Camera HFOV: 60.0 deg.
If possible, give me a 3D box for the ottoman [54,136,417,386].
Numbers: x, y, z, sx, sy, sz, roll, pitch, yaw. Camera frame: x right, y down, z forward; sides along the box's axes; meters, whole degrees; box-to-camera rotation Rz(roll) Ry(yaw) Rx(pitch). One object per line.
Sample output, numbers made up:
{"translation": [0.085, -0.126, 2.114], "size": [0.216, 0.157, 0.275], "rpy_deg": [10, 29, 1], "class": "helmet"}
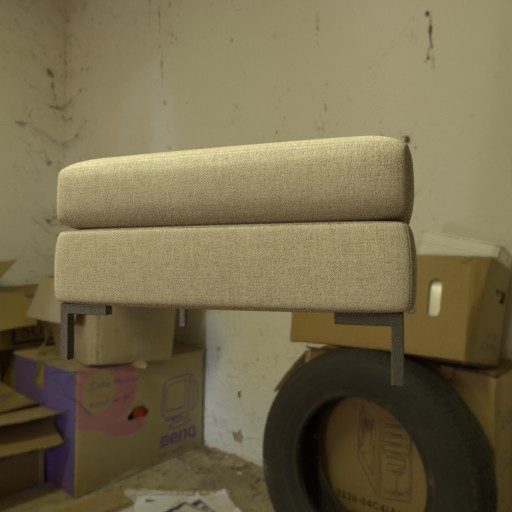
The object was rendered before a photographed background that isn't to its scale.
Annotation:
{"translation": [0.000, 0.000, 1.221], "size": [0.820, 0.490, 0.671], "rpy_deg": [0, -1, 18], "class": "ottoman"}
